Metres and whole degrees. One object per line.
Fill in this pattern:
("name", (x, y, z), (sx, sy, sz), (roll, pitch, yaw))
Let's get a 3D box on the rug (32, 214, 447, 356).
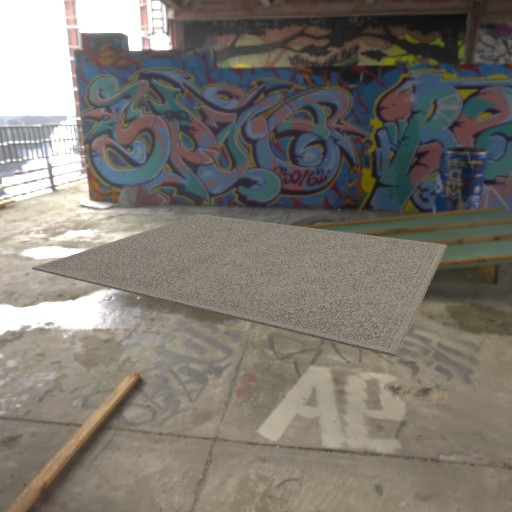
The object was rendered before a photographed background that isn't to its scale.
("rug", (0.000, 0.000, 4.119), (3.050, 0.015, 2.441), (9, 20, 27))
